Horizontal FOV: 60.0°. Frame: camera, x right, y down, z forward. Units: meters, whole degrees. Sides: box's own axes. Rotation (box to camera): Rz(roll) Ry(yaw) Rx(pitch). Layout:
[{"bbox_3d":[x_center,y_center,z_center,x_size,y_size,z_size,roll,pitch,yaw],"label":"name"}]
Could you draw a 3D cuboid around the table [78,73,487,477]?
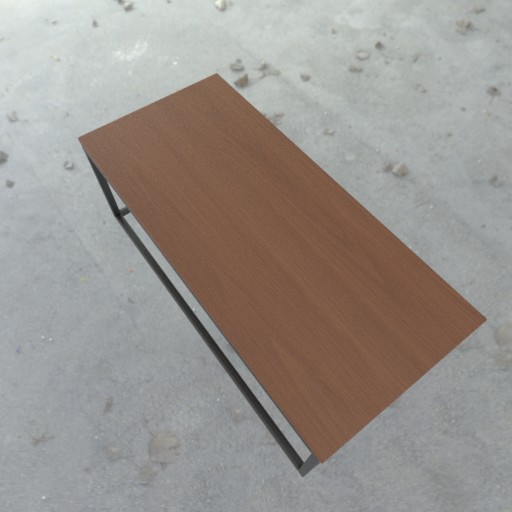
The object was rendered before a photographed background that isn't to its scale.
[{"bbox_3d":[0.000,0.000,1.335,0.500,0.400,1.100,-33,64,-18],"label":"table"}]
